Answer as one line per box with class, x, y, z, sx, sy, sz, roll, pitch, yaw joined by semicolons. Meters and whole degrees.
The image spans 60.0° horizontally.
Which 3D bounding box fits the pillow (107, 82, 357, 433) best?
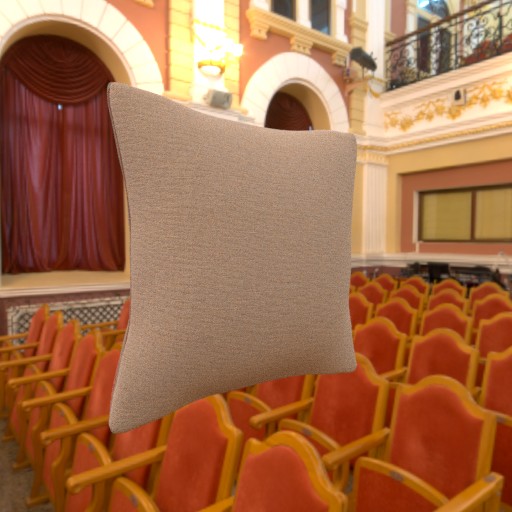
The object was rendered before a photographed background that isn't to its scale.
pillow;0.000;0.000;0.649;0.437;0.419;0.136;-1;2;-37
